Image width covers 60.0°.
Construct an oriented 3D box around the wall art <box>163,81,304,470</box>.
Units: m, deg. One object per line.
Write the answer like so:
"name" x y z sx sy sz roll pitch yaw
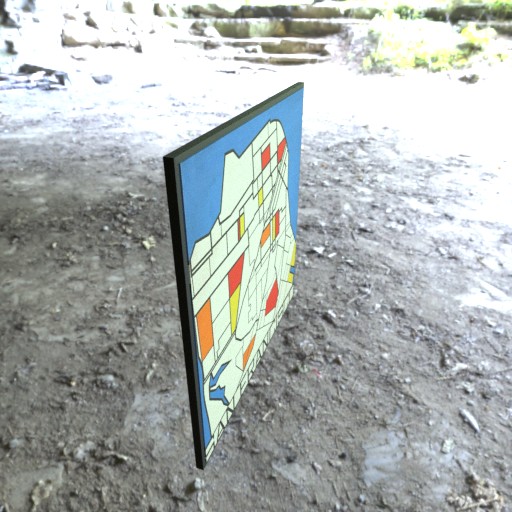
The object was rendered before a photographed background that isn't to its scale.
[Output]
"wall art" 0.000 0.000 0.706 0.013 0.457 0.458 11 32 18
